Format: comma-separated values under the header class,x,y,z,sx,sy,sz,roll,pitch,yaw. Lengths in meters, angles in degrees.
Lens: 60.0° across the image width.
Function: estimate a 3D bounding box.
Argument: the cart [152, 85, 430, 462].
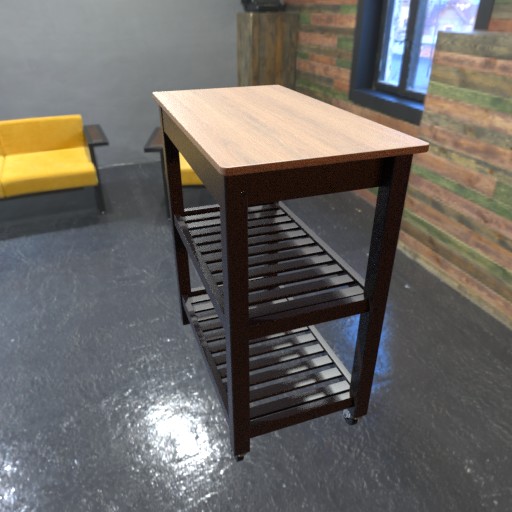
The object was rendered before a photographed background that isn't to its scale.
class,x,y,z,sx,sy,sz,roll,pitch,yaw
cart,0.000,0.000,1.453,0.457,0.927,0.899,-10,31,-17
